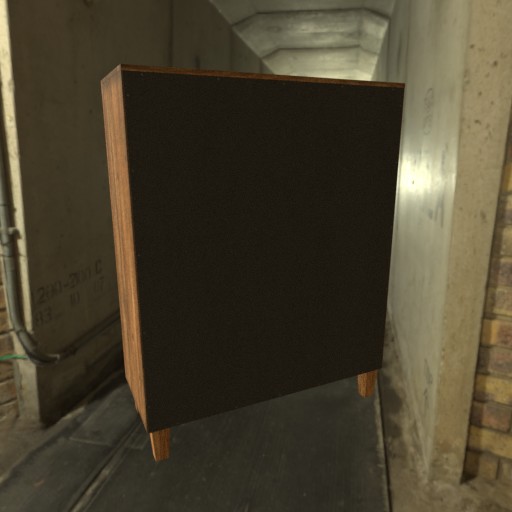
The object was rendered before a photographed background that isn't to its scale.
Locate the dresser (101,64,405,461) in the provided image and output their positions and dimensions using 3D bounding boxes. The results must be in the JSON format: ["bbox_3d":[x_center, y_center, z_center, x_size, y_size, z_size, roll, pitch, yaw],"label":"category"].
[{"bbox_3d":[0.000,0.000,1.849,1.067,1.359,0.438,-7,16,-25],"label":"dresser"}]
